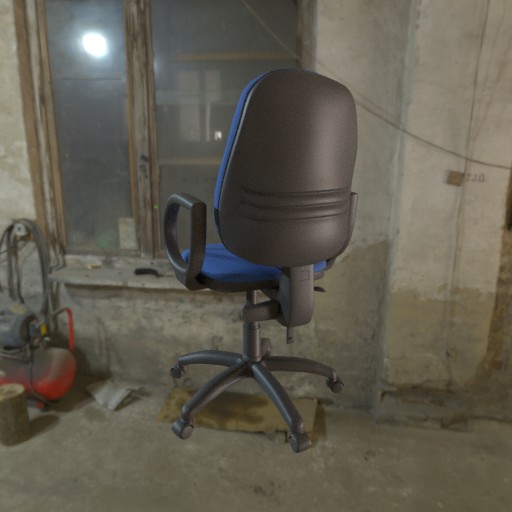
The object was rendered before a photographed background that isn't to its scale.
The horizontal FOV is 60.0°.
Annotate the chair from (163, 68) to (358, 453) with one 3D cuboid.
[{"bbox_3d":[0.000,0.000,1.230,0.552,0.905,0.549,-7,16,-26],"label":"chair"}]
